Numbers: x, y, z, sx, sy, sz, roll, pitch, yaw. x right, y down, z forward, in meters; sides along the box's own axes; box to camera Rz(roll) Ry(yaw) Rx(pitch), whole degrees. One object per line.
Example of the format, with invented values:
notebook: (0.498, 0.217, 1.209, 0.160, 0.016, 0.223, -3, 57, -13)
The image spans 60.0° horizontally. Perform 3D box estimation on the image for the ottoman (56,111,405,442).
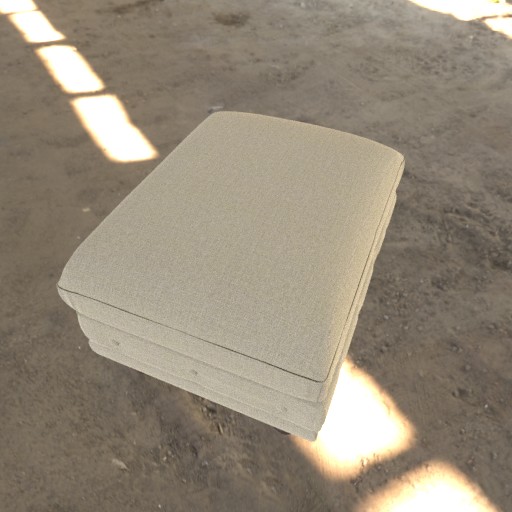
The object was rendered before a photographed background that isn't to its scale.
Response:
ottoman: (0.000, 0.000, 1.049, 0.541, 0.463, 0.684, 17, 48, 16)
